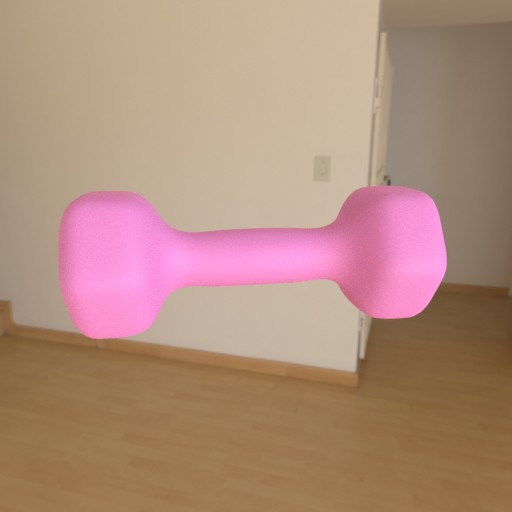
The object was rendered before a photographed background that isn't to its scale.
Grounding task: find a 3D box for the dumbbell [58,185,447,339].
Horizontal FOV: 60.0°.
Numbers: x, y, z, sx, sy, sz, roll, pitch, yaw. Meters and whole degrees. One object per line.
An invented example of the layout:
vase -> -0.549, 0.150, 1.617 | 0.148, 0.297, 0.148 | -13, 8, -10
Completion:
dumbbell -> 0.000, 0.000, 0.195 | 0.159, 0.058, 0.064 | -2, 15, -9
